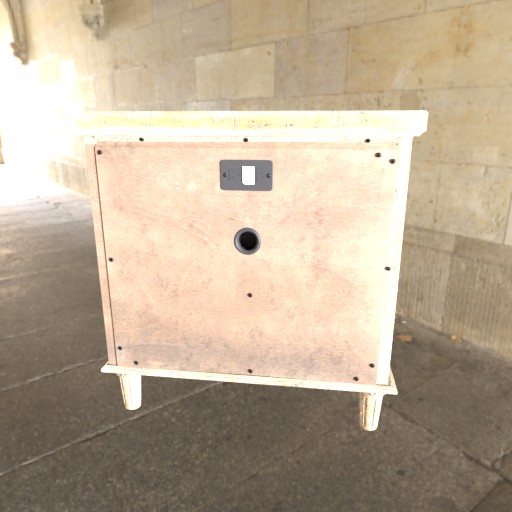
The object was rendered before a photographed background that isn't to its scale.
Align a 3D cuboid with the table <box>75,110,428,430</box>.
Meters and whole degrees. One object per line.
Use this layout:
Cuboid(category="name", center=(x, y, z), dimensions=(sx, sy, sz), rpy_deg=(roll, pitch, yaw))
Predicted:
Cuboid(category="table", center=(0.000, 0.000, 1.157), dimensions=(0.686, 0.711, 0.457), rpy_deg=(2, 17, 7))
